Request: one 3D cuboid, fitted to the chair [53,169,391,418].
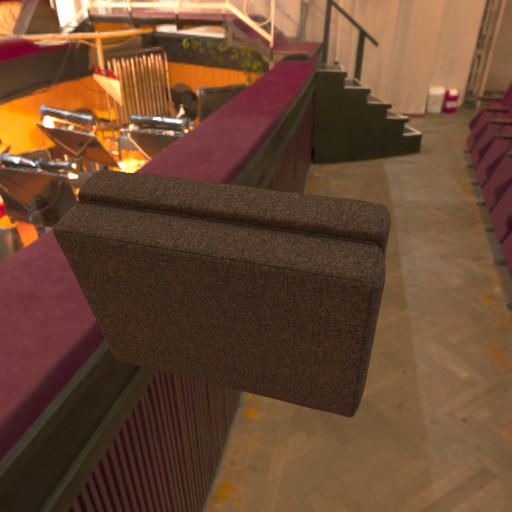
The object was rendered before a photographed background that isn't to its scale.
[{"bbox_3d":[0.000,0.000,1.336,0.740,0.615,0.800,9,32,15],"label":"chair"}]
